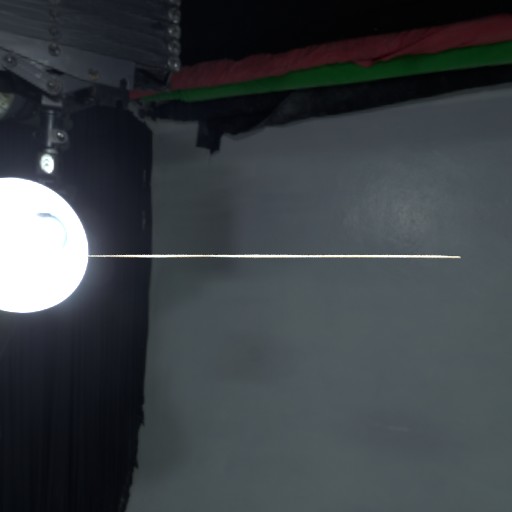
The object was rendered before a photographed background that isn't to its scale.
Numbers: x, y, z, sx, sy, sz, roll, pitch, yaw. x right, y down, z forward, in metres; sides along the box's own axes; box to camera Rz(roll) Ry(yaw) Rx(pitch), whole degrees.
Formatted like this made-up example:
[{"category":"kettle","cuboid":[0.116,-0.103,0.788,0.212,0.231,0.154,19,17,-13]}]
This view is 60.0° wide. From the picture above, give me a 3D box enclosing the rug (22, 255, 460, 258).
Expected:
[{"category":"rug","cuboid":[0.000,0.000,2.741,2.135,0.013,1.524,0,0,17]}]
